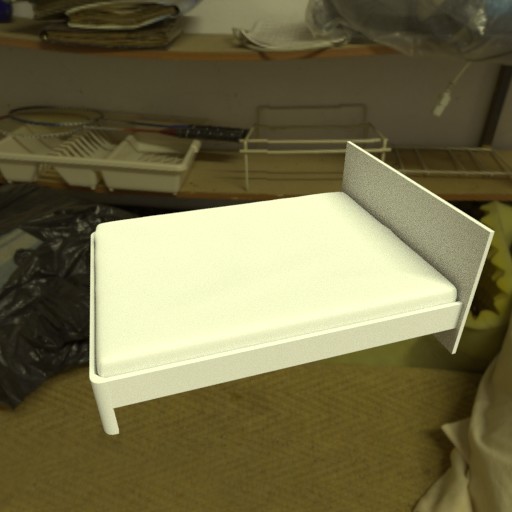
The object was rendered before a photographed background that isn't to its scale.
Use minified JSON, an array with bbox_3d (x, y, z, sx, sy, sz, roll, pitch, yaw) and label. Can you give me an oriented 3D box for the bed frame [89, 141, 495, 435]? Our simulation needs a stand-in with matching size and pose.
[{"bbox_3d":[0.000,0.000,2.711,1.950,0.800,1.490,-9,33,-15],"label":"bed frame"}]
